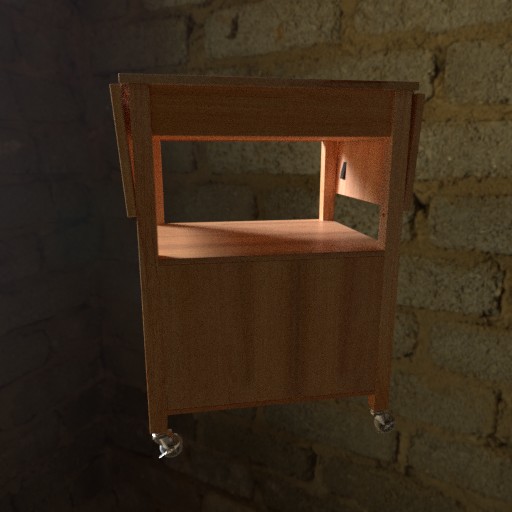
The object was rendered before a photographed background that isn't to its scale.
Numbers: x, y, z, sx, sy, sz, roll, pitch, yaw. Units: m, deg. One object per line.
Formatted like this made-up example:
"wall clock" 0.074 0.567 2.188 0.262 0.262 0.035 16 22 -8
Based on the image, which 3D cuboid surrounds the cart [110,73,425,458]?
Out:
"cart" 0.000 0.000 1.208 0.640 0.838 0.508 -2 14 -10
